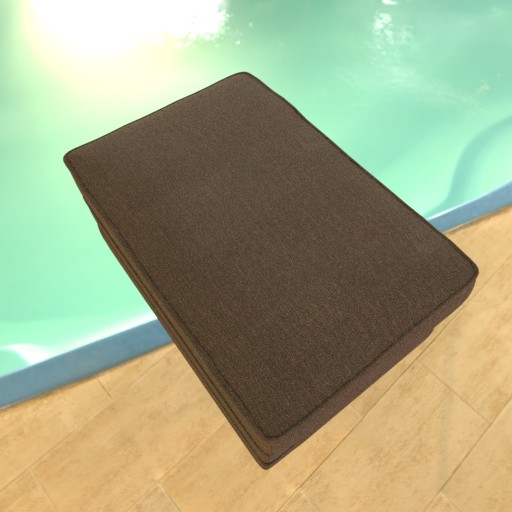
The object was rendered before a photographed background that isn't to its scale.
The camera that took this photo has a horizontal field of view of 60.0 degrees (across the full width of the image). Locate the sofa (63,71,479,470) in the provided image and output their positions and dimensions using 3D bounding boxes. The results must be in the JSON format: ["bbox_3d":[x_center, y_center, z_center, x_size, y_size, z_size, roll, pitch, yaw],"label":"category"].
[{"bbox_3d":[0.000,0.000,1.170,0.578,0.457,0.854,-33,64,-18],"label":"sofa"}]
